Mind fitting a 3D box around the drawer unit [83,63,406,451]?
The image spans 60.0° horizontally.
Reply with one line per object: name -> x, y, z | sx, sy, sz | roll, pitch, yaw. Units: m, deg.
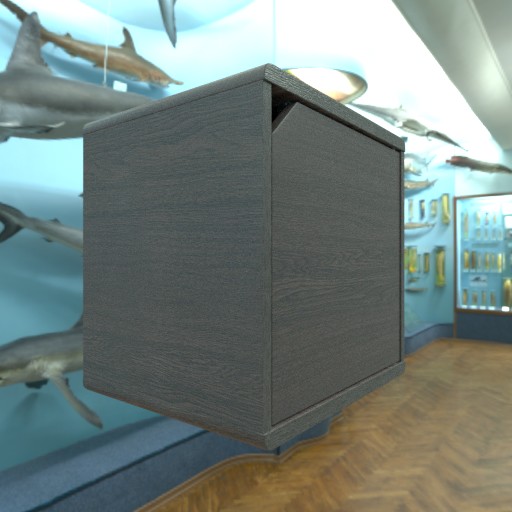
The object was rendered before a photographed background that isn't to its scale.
drawer unit -> 0.000, 0.000, 0.607 | 0.290, 0.344, 0.344 | 0, 0, 38
